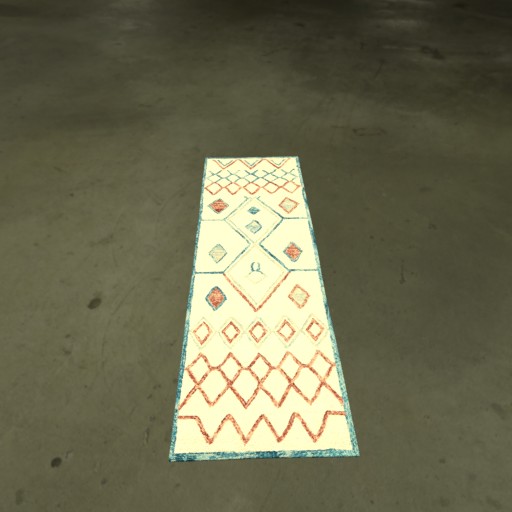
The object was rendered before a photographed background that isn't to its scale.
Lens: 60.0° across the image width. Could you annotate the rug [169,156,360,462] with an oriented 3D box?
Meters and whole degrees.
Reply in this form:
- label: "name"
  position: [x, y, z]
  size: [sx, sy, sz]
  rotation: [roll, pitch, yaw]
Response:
- label: "rug"
  position: [0.000, 0.000, 2.655]
  size: [0.750, 0.011, 2.435]
  rotation: [-1, 41, -1]
